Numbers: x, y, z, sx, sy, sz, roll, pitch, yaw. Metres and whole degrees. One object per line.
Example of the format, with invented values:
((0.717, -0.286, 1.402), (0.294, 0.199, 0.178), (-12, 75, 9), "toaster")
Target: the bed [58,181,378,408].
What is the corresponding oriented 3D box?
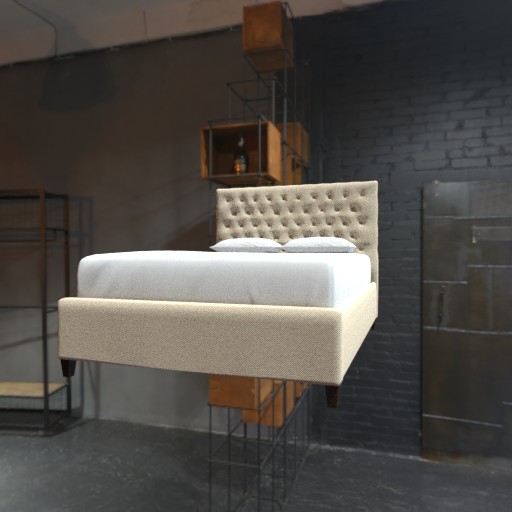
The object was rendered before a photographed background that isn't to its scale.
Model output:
((0.000, 0.000, 3.462), (1.698, 1.427, 2.387), (0, 0, 19), "bed")
